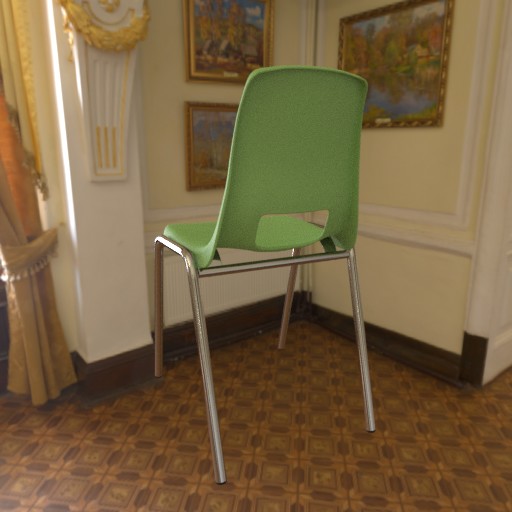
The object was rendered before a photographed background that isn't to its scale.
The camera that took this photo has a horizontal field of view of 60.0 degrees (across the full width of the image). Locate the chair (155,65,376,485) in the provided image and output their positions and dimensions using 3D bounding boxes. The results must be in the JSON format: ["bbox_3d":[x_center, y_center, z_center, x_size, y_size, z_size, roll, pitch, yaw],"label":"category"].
[{"bbox_3d":[0.000,0.000,0.954,0.381,0.704,0.436,-7,16,-25],"label":"chair"}]
